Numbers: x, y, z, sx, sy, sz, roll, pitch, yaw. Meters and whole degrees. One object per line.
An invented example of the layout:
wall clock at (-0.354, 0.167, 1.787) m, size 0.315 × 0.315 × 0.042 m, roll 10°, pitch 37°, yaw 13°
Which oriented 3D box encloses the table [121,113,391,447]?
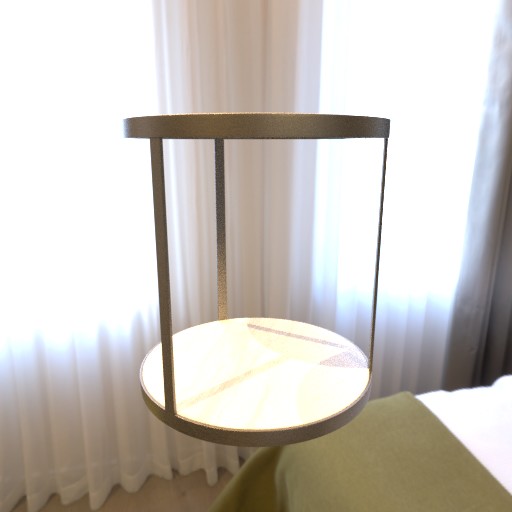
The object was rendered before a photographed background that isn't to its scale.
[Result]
table at (0.000, 0.000, 0.821) m, size 0.445 × 0.479 × 0.445 m, roll 0°, pitch 14°, yaw 0°
